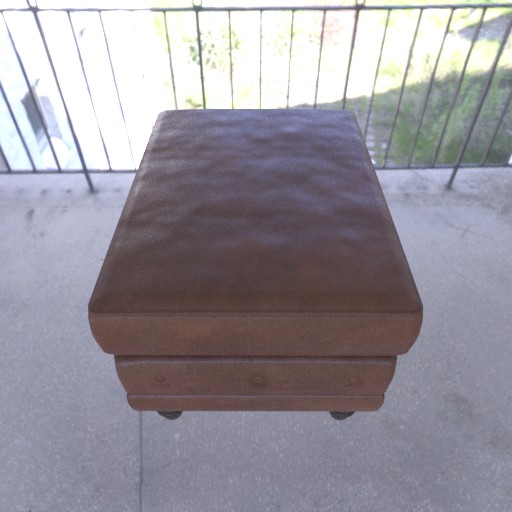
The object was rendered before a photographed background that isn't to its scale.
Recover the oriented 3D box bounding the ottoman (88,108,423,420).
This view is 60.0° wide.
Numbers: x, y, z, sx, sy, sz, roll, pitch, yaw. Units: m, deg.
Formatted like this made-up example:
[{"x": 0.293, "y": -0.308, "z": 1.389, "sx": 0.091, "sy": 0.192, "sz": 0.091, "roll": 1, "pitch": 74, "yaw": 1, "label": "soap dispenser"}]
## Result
[{"x": 0.000, "y": 0.000, "z": 1.183, "sx": 0.588, "sy": 0.509, "sz": 0.795, "roll": 0, "pitch": 43, "yaw": 0, "label": "ottoman"}]
